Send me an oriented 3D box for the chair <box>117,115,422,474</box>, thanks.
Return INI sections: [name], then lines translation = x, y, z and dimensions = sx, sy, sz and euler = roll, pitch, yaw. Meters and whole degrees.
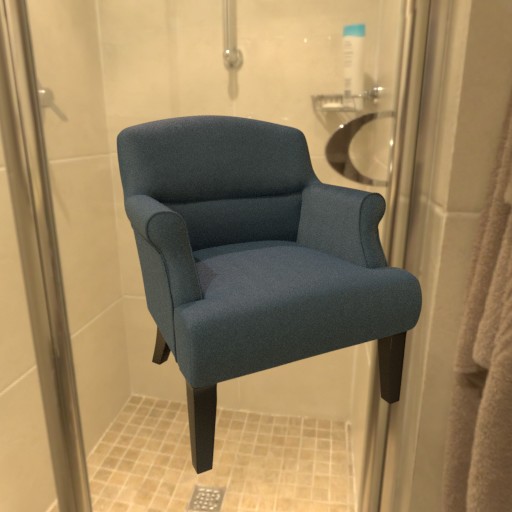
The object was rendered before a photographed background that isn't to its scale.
[chair]
translation = 0.000, 0.000, 1.425
dimensions = 0.770, 0.878, 0.754
euler = -8, 18, -26
